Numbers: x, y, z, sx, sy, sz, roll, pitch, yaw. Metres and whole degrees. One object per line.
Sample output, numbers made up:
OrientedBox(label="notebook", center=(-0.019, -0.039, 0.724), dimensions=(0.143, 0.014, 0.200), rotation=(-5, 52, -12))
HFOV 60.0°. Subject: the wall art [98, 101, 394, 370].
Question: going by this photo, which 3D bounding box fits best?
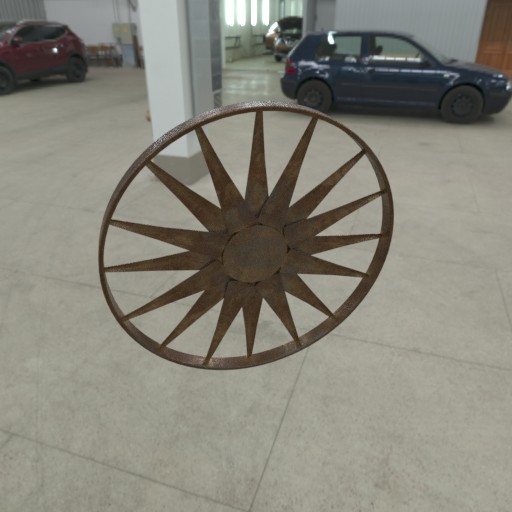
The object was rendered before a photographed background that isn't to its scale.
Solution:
OrientedBox(label="wall art", center=(0.000, 0.000, 0.868), dimensions=(0.582, 0.583, 0.084), rotation=(-8, 29, -15))
